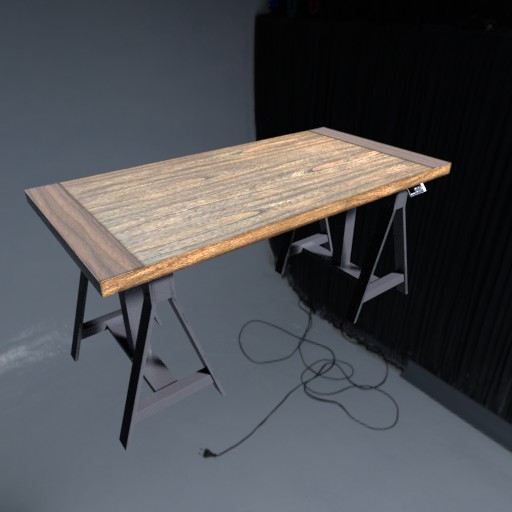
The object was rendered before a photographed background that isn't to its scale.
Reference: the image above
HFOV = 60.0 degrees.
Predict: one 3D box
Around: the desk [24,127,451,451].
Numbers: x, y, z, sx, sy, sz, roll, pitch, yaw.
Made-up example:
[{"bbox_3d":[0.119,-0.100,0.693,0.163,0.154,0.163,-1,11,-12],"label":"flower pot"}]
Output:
[{"bbox_3d":[0.000,0.000,1.923,1.543,0.725,0.784,-21,36,-31],"label":"desk"}]
